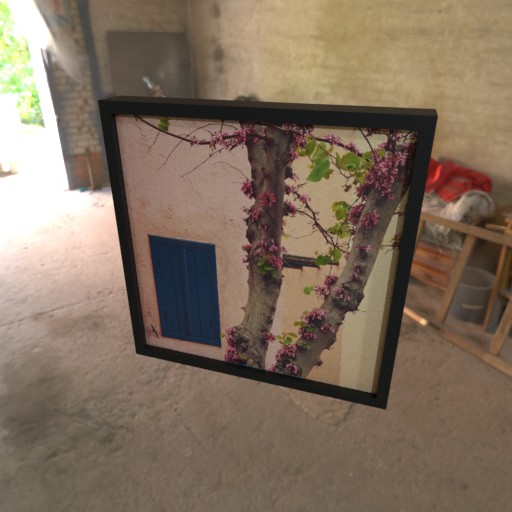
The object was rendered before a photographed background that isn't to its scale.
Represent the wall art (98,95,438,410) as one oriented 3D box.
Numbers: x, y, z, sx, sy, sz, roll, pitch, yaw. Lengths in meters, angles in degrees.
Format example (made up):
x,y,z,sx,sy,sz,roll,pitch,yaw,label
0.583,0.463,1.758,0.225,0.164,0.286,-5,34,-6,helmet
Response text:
x,y,z,sx,sy,sz,roll,pitch,yaw,label
0.000,0.000,0.464,0.305,0.304,0.038,8,28,16,wall art
